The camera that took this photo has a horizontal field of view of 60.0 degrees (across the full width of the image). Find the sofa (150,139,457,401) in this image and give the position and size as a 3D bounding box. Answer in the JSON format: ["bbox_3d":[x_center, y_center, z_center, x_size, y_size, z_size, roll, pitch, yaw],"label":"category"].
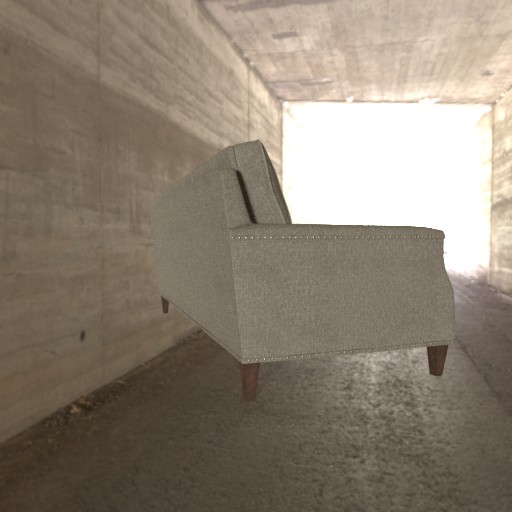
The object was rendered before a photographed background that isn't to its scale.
[{"bbox_3d":[0.000,0.000,2.786,1.084,1.003,2.246,-1,2,-20],"label":"sofa"}]
